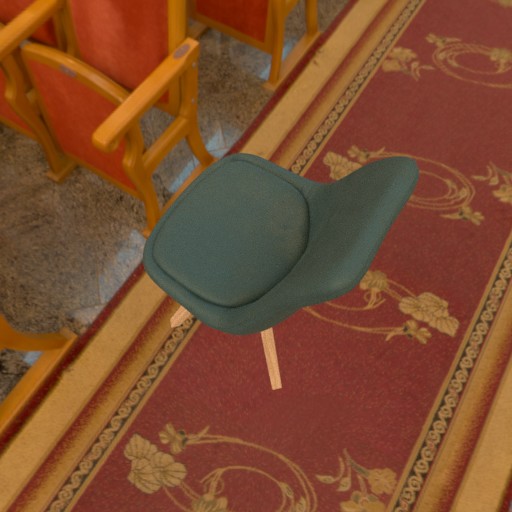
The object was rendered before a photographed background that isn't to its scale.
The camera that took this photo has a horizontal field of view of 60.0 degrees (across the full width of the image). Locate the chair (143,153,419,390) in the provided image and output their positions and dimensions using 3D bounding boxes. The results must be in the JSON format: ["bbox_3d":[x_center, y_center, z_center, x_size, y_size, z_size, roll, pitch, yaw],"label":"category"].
[{"bbox_3d":[0.000,0.000,1.192,0.547,0.865,0.483,30,68,13],"label":"chair"}]
